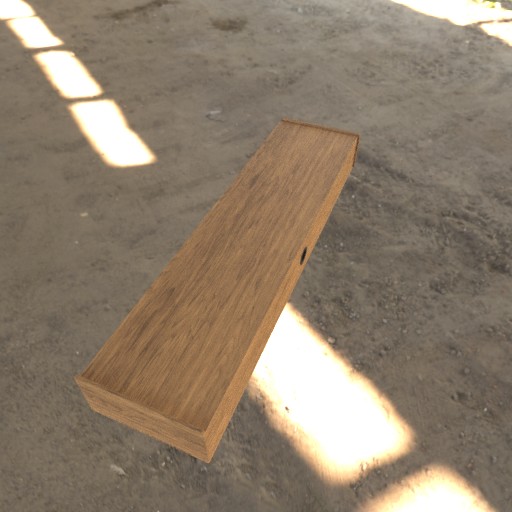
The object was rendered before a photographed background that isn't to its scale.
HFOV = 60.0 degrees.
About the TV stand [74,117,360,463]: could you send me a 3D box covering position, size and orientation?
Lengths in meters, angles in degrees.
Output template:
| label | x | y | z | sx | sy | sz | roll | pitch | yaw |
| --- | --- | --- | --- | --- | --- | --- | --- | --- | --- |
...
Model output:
| label | x | y | z | sx | sy | sz | roll | pitch | yaw |
| --- | --- | --- | --- | --- | --- | --- | --- | --- | --- |
| TV stand | 0.000 | 0.000 | 2.041 | 0.467 | 0.415 | 1.796 | 17 | 48 | 16 |
